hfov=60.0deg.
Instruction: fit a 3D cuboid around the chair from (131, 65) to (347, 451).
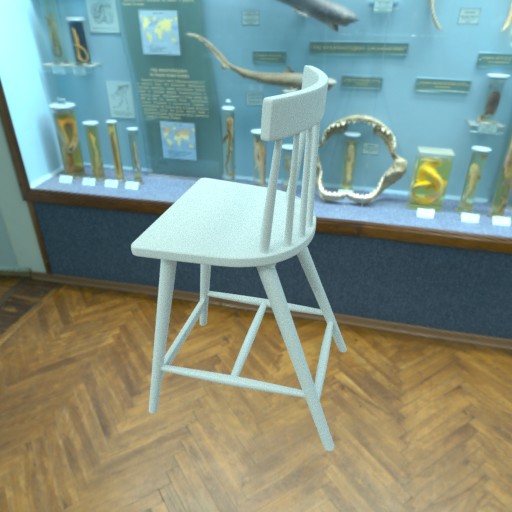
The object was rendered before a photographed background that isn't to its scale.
[{"bbox_3d":[0.000,0.000,1.259,0.572,0.952,0.483,8,31,13],"label":"chair"}]
